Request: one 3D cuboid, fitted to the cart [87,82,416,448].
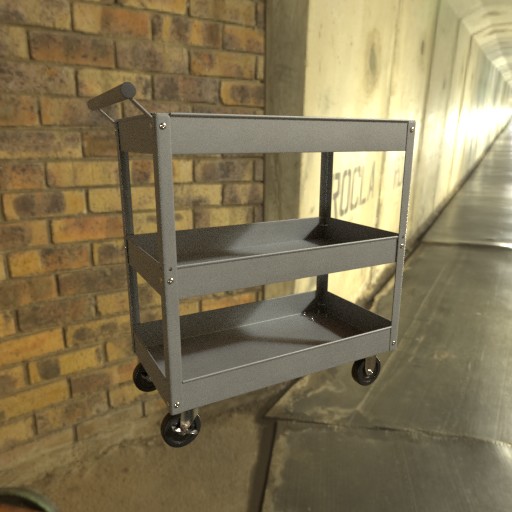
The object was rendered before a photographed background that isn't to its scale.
[{"bbox_3d":[0.000,0.000,1.164,0.719,0.780,0.366,-8,16,-27],"label":"cart"}]
